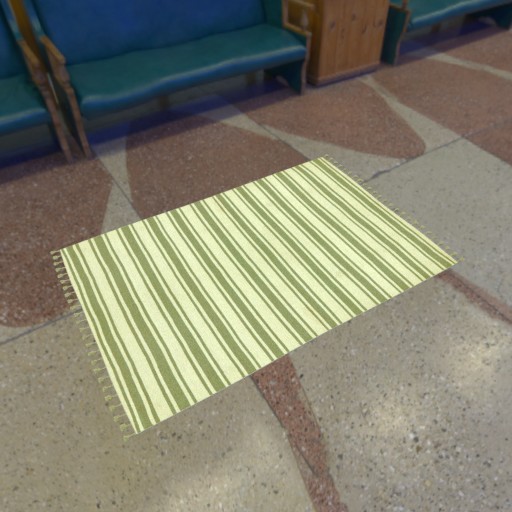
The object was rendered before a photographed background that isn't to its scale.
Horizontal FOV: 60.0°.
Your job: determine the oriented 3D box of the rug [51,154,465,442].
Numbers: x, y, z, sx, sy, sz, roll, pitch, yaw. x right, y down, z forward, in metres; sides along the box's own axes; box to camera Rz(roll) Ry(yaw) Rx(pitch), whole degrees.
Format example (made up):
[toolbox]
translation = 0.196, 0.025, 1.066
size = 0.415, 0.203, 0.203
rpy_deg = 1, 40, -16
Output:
[rug]
translation = 0.000, 0.000, 3.049
size = 2.435, 0.018, 1.540
rpy_deg = -23, 49, -21
